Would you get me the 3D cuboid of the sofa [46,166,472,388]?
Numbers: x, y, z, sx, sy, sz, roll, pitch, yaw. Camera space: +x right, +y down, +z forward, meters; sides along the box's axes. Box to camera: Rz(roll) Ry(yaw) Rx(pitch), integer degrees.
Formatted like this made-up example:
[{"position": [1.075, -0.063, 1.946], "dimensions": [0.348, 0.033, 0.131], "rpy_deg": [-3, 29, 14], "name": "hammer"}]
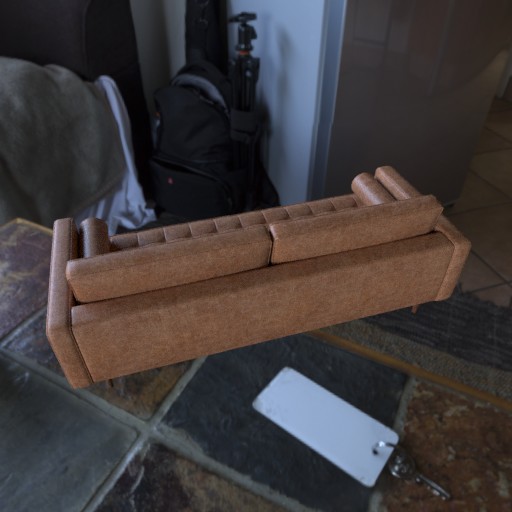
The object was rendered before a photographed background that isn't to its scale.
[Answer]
[{"position": [0.000, 0.000, 2.606], "dimensions": [2.200, 0.770, 0.919], "rpy_deg": [-11, 42, -13], "name": "sofa"}]
